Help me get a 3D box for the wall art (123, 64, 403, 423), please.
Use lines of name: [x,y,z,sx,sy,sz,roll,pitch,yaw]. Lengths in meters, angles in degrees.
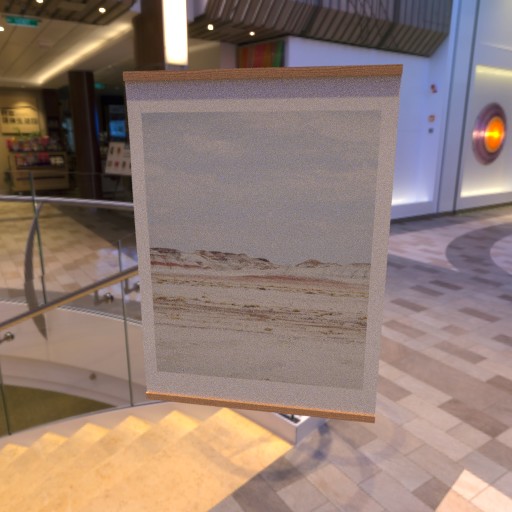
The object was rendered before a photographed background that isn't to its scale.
wall art: [0.000,0.000,1.293,0.739,1.016,0.020,3,15,10]
